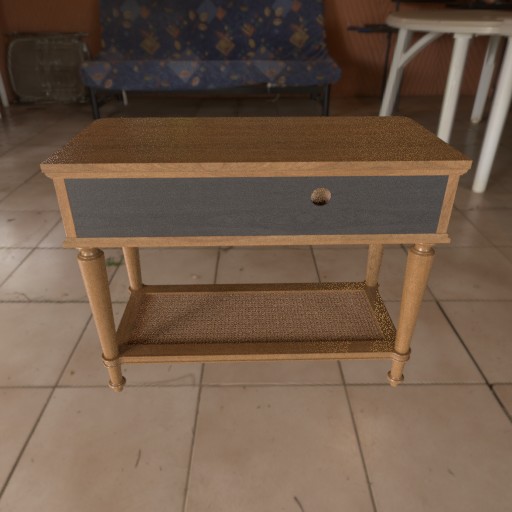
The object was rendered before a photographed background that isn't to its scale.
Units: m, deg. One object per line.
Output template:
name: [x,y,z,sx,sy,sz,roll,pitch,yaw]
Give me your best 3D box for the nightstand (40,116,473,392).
nightstand: [0.000,0.000,1.296,0.914,0.700,0.432,-1,30,-1]
